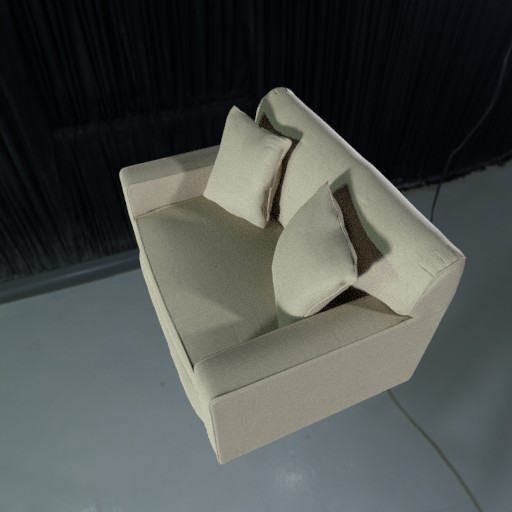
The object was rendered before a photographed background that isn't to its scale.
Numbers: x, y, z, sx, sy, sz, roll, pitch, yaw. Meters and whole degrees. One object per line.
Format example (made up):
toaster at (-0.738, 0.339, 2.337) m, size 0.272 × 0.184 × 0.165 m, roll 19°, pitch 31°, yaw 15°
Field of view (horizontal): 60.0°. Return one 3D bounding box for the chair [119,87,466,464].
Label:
chair at (0.000, 0.000, 2.069) m, size 1.000 × 0.948 × 1.383 m, roll -18°, pitch 49°, yaw -16°
